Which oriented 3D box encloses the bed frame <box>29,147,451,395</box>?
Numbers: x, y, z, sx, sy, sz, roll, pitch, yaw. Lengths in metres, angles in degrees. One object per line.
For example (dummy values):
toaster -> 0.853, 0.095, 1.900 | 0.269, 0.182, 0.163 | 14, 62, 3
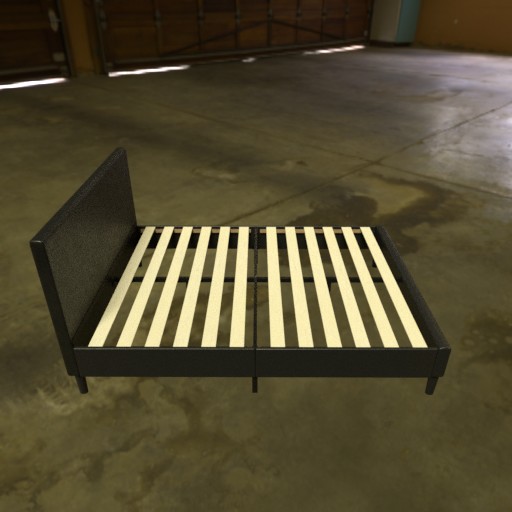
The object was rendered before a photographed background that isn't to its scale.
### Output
bed frame -> 0.000, 0.000, 3.238 | 2.318, 1.127, 1.634 | 0, 30, 0
